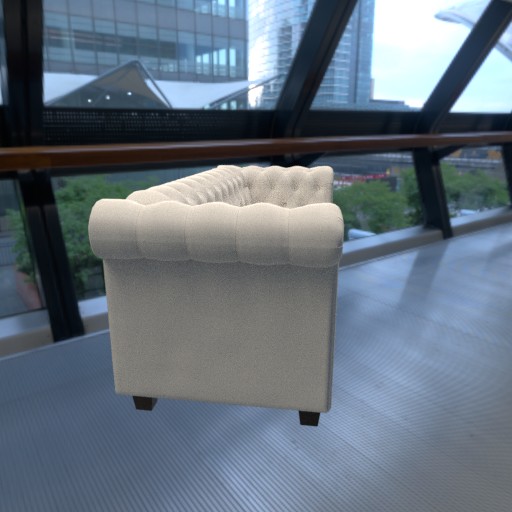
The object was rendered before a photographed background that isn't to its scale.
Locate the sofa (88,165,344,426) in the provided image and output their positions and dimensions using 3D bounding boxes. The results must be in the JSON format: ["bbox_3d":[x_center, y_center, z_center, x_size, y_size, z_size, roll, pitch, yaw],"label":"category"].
[{"bbox_3d":[0.000,0.000,2.212,0.771,0.796,1.798,2,15,8],"label":"sofa"}]
